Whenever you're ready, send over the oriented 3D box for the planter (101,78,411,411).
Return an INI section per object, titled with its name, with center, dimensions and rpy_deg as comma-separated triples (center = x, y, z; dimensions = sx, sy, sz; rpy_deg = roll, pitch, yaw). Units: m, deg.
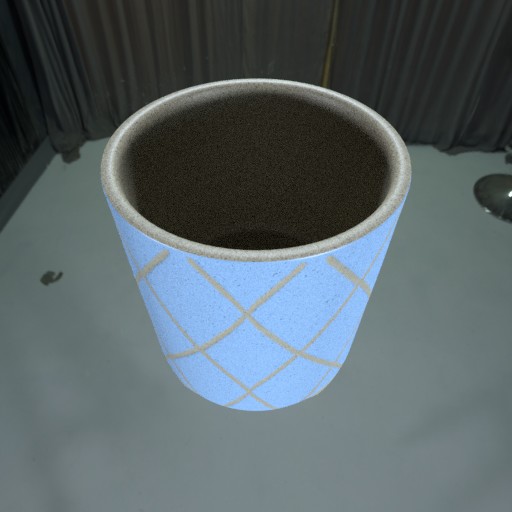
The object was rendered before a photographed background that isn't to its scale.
[planter]
center = 0.000, 0.000, 0.351
dimensions = 0.191, 0.200, 0.191
rpy_deg = 0, 47, 0
